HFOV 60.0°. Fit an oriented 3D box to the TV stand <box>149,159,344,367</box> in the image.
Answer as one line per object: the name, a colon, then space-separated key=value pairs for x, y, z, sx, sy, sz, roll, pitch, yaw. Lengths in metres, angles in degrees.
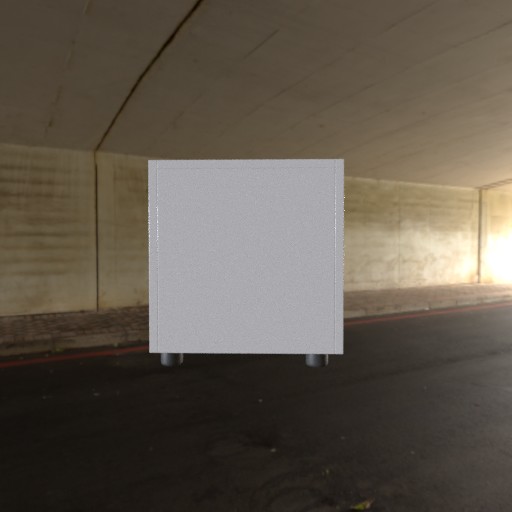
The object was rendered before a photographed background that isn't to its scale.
TV stand: x=0.000 y=0.000 z=1.682 sx=0.410 sy=0.440 sz=1.500 roll=0 pitch=1 yaw=2
